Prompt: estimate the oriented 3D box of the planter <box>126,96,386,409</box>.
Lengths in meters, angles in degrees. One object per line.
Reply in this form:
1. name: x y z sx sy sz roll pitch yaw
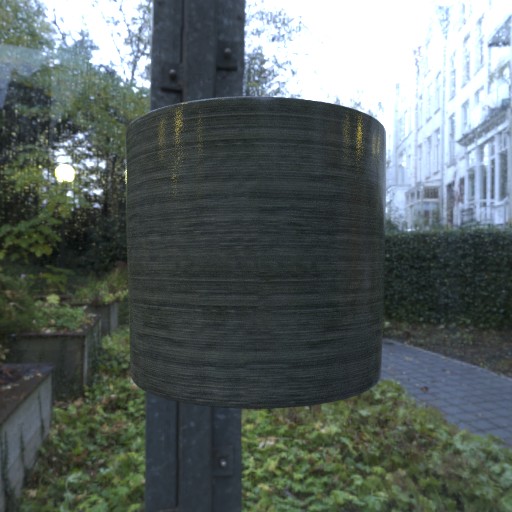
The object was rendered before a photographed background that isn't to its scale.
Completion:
1. planter: 0.000 0.000 0.391 0.221 0.201 0.221 0 -1 0
